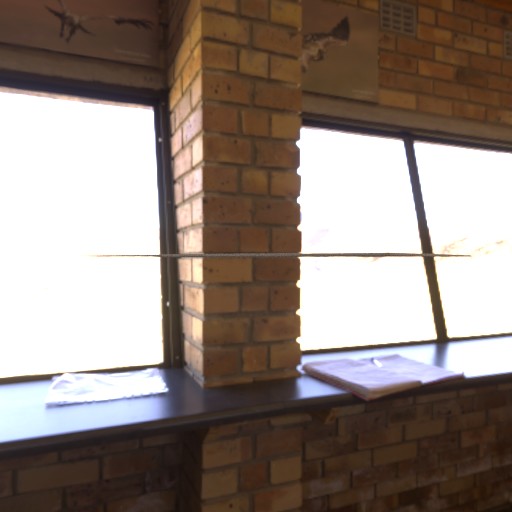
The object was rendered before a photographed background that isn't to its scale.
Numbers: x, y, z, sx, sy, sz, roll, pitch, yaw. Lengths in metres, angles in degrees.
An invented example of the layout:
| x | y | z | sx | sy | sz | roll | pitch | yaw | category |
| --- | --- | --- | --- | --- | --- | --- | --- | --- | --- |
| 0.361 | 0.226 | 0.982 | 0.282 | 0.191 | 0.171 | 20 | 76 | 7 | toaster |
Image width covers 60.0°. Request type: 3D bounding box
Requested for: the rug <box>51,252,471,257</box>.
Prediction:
| x | y | z | sx | sy | sz | roll | pitch | yaw | category |
| --- | --- | --- | --- | --- | --- | --- | --- | --- | --- |
| 0.000 | 0.000 | 2.207 | 1.753 | 0.008 | 1.143 | 0 | 0 | 36 | rug |
